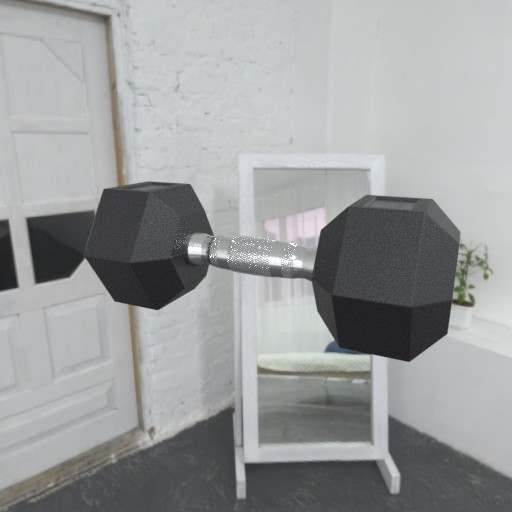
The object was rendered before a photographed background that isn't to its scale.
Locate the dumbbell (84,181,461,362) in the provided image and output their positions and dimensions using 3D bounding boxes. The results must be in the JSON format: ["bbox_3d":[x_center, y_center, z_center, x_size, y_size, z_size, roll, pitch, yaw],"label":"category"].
[{"bbox_3d":[0.000,0.000,0.433,0.356,0.123,0.141,7,18,24],"label":"dumbbell"}]
